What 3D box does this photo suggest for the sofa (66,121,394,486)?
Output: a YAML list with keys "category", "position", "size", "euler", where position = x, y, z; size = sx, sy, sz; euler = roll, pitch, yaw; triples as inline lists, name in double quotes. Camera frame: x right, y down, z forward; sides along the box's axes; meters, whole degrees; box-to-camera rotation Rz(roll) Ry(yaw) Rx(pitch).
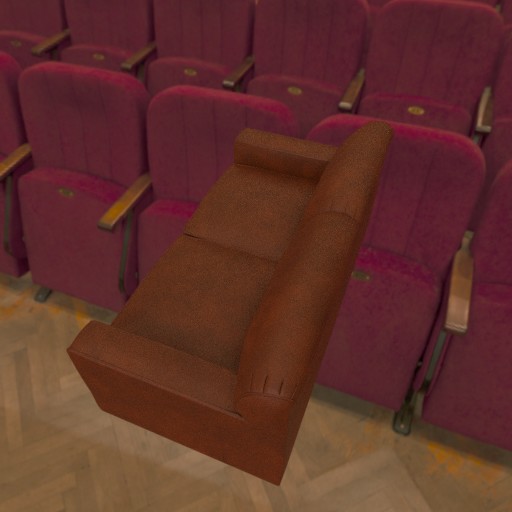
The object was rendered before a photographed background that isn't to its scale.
- category: "sofa"
  position: [0.000, 0.000, 2.354]
  size: [1.000, 0.966, 1.856]
  euler: [16, 48, 15]
